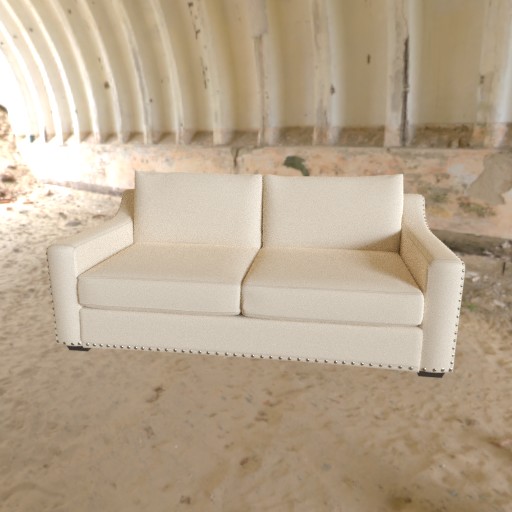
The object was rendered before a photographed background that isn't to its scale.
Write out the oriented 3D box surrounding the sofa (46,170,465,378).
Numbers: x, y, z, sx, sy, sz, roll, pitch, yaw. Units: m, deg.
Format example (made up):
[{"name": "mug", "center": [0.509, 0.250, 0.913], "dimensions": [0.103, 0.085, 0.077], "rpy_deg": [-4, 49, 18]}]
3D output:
[{"name": "sofa", "center": [0.000, 0.000, 2.322], "dimensions": [1.812, 0.830, 0.949], "rpy_deg": [2, 15, 8]}]
